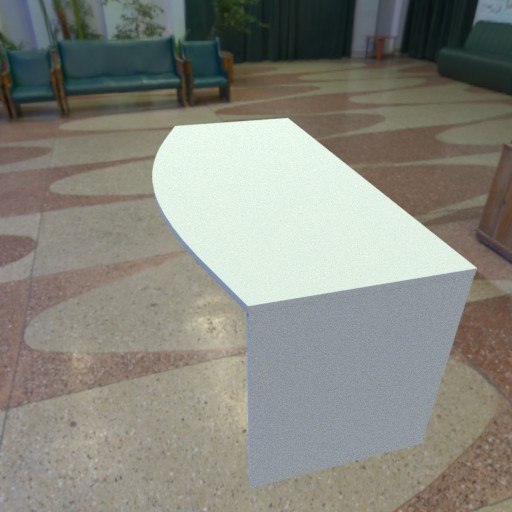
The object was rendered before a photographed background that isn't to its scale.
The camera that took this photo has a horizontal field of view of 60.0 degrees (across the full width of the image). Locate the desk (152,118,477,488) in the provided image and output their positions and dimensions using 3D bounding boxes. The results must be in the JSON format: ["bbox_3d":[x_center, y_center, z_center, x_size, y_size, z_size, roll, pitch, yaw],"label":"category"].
[{"bbox_3d":[0.000,0.000,1.956,0.802,0.750,1.600,-8,33,-13],"label":"desk"}]
